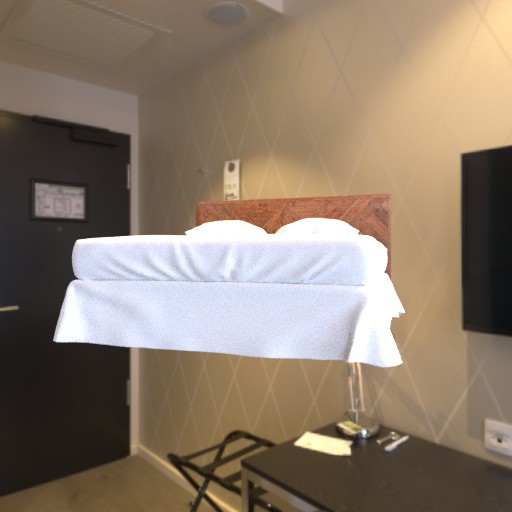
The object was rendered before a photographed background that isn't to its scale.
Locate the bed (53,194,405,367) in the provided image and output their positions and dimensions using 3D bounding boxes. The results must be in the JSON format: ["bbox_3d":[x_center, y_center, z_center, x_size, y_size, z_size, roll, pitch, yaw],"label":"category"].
[{"bbox_3d":[0.000,0.000,3.515,2.255,1.158,2.165,0,0,18],"label":"bed"}]
